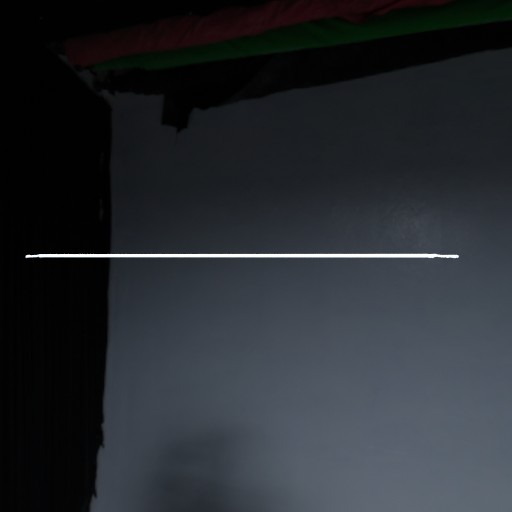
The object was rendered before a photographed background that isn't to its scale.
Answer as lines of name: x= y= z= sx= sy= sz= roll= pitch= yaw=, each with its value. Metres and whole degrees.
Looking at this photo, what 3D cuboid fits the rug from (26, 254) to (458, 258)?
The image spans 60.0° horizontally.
rug: x=0.000 y=0.000 z=2.333 sx=1.872 sy=0.013 sz=1.243 roll=0 pitch=0 yaw=20
